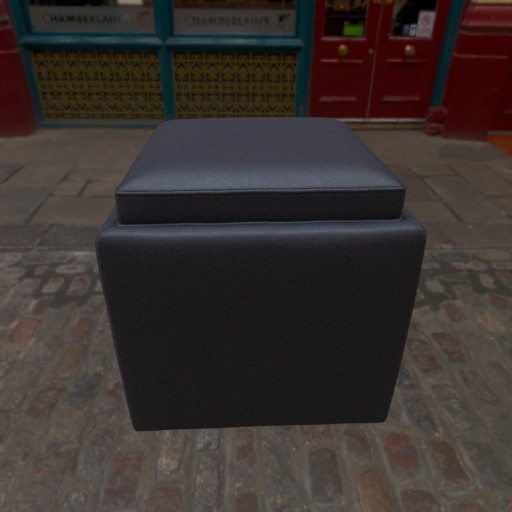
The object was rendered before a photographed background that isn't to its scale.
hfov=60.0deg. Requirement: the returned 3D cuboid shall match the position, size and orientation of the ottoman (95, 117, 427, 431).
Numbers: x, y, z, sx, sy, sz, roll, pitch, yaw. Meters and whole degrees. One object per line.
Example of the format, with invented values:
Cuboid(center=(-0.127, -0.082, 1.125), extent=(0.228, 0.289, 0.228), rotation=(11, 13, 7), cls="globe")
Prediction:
Cuboid(center=(0.000, 0.000, 0.836), extent=(0.451, 0.460, 0.450), rotation=(-1, 29, -2), cls="ottoman")
